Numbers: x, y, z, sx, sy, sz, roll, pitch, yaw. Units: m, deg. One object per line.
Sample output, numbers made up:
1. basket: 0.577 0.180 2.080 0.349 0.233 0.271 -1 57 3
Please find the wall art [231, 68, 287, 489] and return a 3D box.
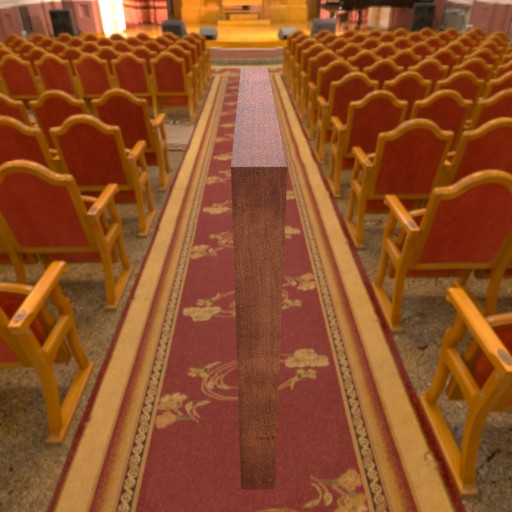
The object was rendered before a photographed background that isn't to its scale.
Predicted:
1. wall art: 0.000 0.000 0.566 0.038 0.385 0.386 0 32 -1
